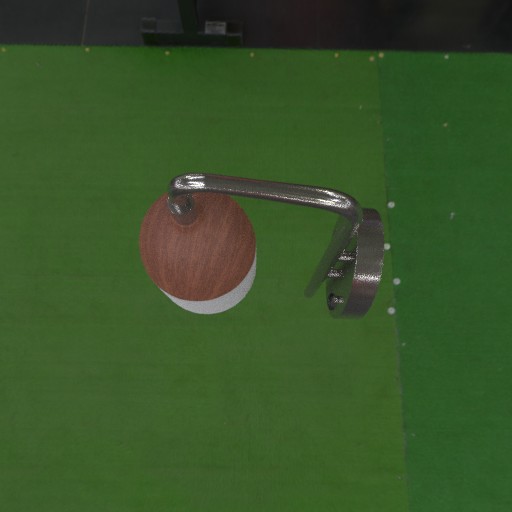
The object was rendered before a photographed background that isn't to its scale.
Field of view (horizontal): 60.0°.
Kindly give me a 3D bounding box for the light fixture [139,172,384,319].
[{"bbox_3d":[0.000,0.000,0.441,0.216,0.343,0.108,3,74,1],"label":"light fixture"}]
